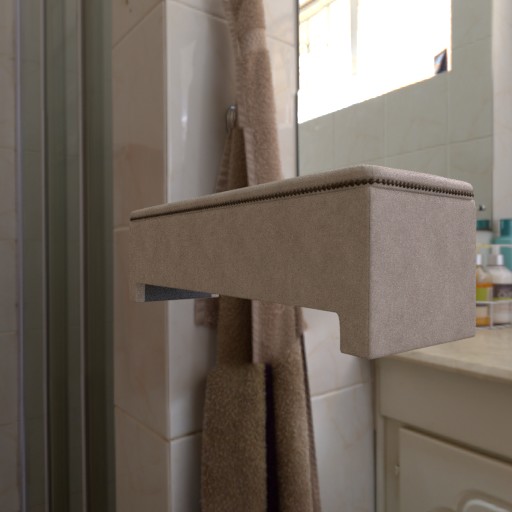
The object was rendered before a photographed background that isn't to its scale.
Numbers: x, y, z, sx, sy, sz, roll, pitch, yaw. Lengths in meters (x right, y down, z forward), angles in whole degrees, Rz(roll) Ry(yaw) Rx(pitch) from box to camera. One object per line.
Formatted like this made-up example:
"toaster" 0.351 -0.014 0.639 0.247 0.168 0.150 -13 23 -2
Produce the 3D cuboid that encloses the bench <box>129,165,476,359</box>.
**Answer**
"bench" 0.000 0.000 1.694 0.470 0.447 1.482 0 1 -36
